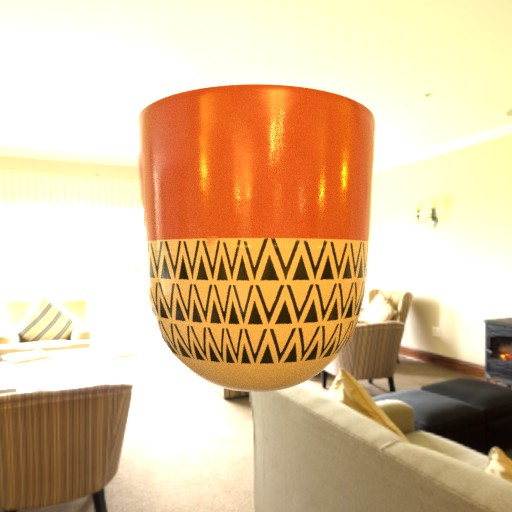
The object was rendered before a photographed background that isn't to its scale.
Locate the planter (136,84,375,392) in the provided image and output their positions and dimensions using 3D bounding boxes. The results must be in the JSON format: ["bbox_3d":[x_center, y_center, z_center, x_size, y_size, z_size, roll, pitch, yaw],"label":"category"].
[{"bbox_3d":[0.000,0.000,0.373,0.195,0.214,0.195,0,0,0],"label":"planter"}]
